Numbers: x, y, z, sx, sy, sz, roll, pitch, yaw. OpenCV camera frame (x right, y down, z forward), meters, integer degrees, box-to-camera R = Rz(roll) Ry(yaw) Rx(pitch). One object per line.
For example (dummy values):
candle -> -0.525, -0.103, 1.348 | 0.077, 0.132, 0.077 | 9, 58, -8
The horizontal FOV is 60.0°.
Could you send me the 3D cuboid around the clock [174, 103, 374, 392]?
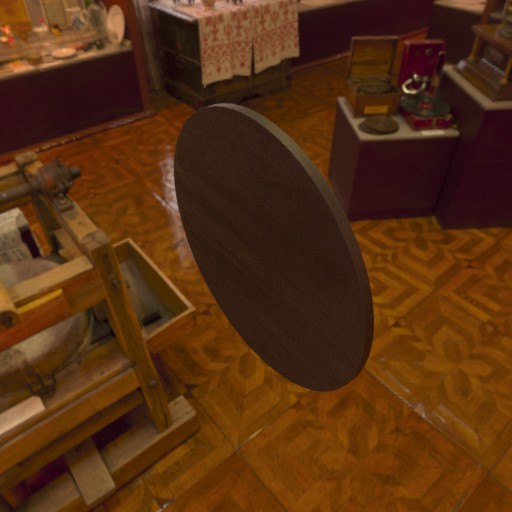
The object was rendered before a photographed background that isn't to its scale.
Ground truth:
clock -> 0.000, 0.000, 0.892 | 0.029, 0.595, 0.595 | -27, 48, -27
